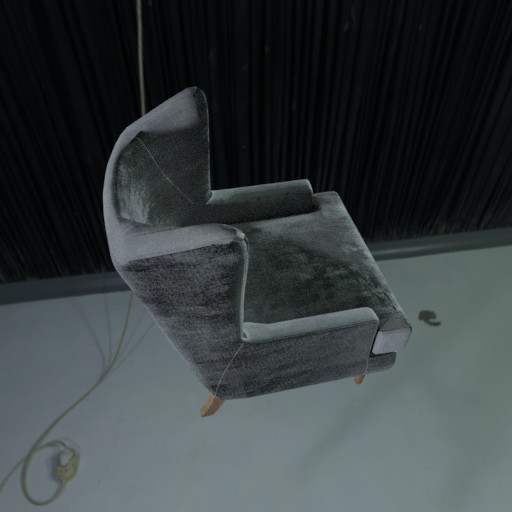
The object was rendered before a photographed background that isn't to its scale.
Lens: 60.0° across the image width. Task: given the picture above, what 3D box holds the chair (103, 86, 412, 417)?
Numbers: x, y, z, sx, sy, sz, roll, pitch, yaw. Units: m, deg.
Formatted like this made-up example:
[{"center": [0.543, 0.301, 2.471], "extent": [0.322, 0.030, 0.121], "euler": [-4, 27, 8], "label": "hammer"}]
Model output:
[{"center": [0.000, 0.000, 1.603], "extent": [0.906, 0.950, 0.784], "euler": [-9, 46, -8], "label": "chair"}]
